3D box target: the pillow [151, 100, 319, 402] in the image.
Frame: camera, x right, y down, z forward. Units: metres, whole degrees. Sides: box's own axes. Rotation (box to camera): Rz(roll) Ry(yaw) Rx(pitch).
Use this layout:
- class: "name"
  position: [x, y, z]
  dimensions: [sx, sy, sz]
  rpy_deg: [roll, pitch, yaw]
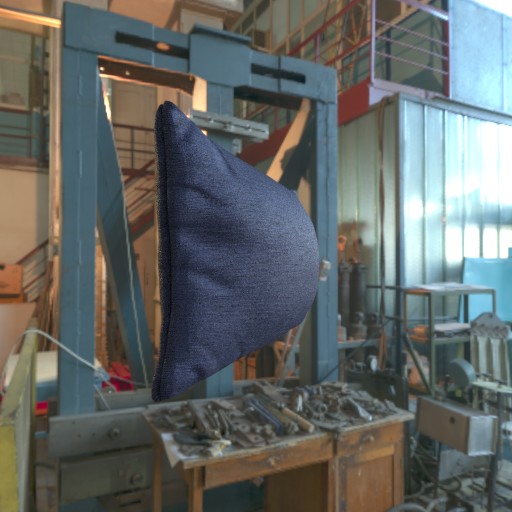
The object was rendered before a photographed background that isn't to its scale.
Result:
- class: "pillow"
  position: [0.000, 0.000, 0.787]
  dimensions: [0.210, 0.338, 0.633]
  rpy_deg: [0, -1, 18]
